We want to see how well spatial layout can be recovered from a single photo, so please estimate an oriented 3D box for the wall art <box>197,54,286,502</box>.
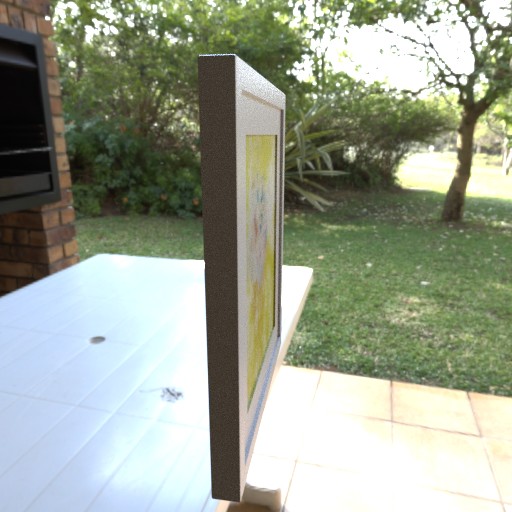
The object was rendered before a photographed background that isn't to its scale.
[{"bbox_3d":[0.000,0.000,0.516,0.028,0.381,0.331,3,16,9],"label":"wall art"}]
